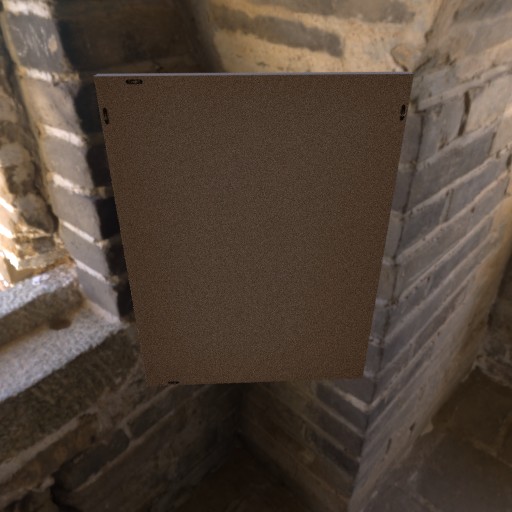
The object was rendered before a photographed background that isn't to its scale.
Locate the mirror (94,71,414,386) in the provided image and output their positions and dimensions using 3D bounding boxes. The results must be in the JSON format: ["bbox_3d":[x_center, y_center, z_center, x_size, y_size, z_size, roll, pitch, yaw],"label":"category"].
[{"bbox_3d":[0.000,0.000,1.324,0.762,1.016,0.041,-1,30,-2],"label":"mirror"}]
